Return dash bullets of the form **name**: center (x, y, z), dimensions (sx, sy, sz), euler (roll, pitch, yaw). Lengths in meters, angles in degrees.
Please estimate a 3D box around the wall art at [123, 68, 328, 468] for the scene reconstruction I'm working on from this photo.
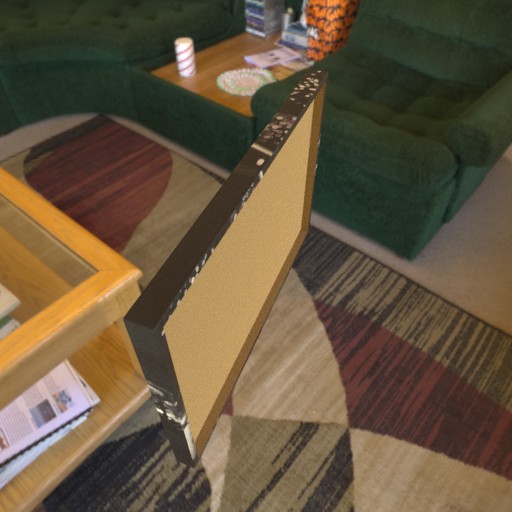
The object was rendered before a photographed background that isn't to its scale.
- **wall art**: center (0.000, 0.000, 0.774), dimensions (0.037, 0.406, 0.609), euler (17, 49, 15)
